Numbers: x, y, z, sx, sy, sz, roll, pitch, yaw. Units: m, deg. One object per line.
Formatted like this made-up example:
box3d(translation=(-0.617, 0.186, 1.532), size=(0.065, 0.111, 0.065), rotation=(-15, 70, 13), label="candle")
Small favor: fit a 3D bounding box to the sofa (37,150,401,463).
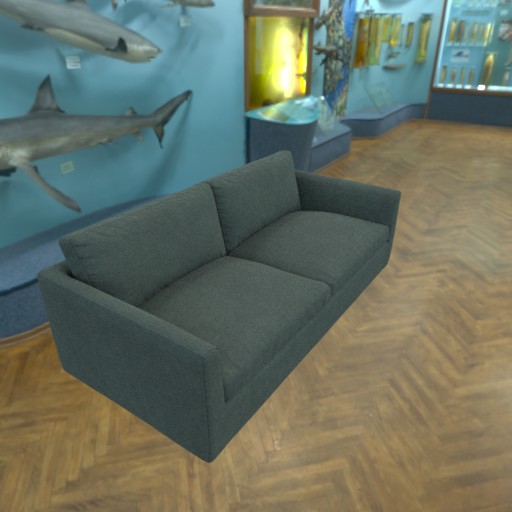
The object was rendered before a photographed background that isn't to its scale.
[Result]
box3d(translation=(0.000, 0.000, 2.805), size=(1.092, 0.838, 2.257), rotation=(18, 32, 30), label="sofa")
